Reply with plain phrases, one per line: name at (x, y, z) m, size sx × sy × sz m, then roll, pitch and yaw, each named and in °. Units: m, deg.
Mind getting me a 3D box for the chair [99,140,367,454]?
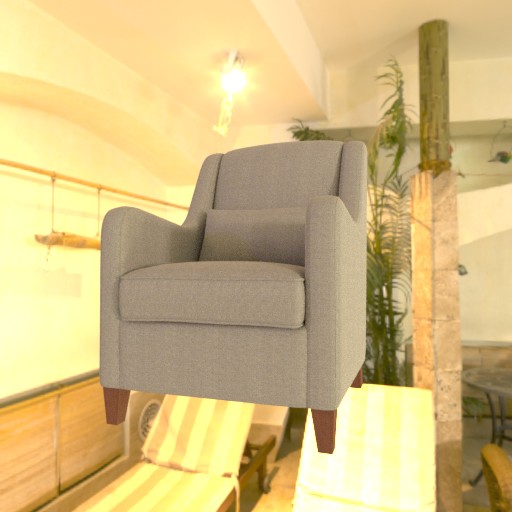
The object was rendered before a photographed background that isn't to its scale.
chair at (0.000, 0.000, 1.596) m, size 0.715 × 1.017 × 0.890 m, roll -1°, pitch -2°, yaw 19°
